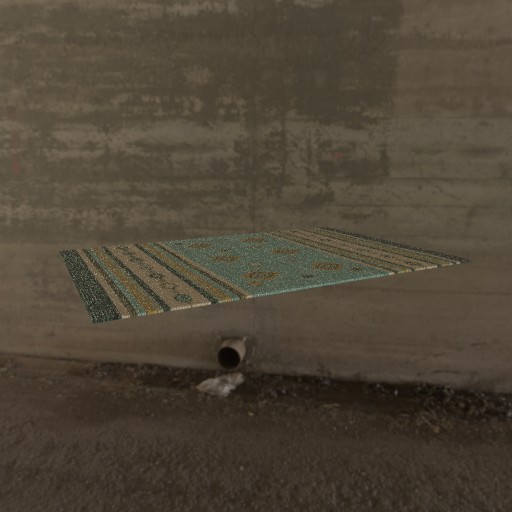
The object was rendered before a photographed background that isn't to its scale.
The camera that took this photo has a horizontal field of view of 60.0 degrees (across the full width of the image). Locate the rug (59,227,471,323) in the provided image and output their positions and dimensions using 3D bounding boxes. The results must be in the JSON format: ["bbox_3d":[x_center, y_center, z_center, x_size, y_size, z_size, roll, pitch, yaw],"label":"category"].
[{"bbox_3d":[0.000,0.000,2.337,1.811,0.010,1.212,-7,14,-27],"label":"rug"}]
